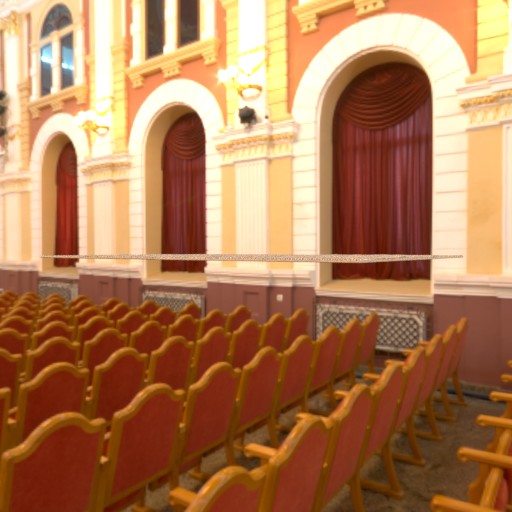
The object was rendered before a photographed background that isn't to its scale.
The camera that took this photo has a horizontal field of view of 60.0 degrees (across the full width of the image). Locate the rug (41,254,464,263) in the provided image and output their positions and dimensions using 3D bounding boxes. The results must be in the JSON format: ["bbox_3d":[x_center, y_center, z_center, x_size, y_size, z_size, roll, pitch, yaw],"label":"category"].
[{"bbox_3d":[0.000,0.000,4.065,3.052,0.030,2.429,0,1,36],"label":"rug"}]
